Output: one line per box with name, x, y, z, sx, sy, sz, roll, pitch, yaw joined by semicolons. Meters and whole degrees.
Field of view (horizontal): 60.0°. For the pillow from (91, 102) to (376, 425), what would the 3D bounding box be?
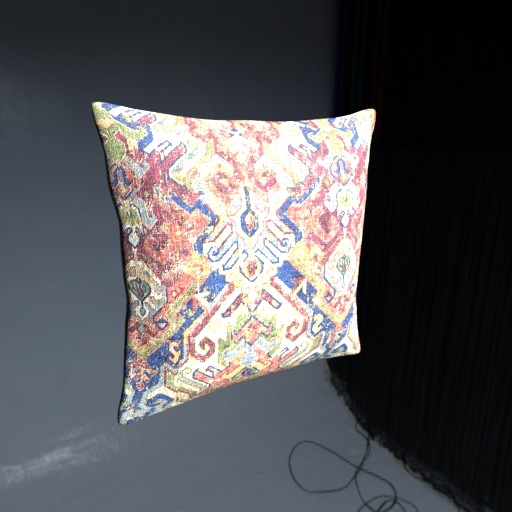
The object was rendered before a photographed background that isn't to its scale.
pillow;0.000;0.000;0.786;0.523;0.506;0.166;-9;18;-28
